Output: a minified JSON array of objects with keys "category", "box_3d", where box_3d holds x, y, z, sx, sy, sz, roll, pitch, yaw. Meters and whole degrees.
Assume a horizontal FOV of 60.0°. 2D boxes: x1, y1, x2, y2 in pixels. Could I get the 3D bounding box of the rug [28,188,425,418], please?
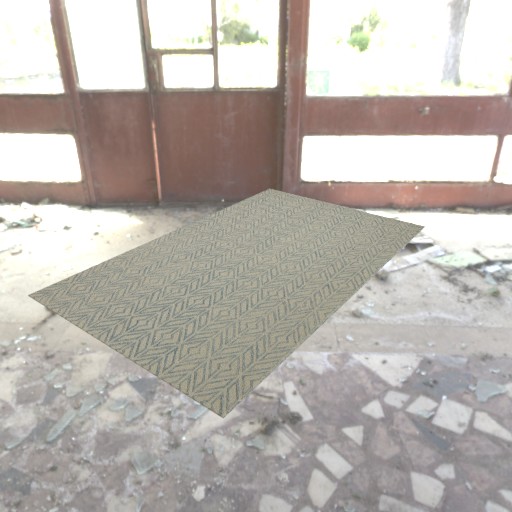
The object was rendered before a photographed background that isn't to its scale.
[{"category":"rug","box_3d":[0.000,0.000,3.070,1.526,0.008,2.441,19,33,33]}]
